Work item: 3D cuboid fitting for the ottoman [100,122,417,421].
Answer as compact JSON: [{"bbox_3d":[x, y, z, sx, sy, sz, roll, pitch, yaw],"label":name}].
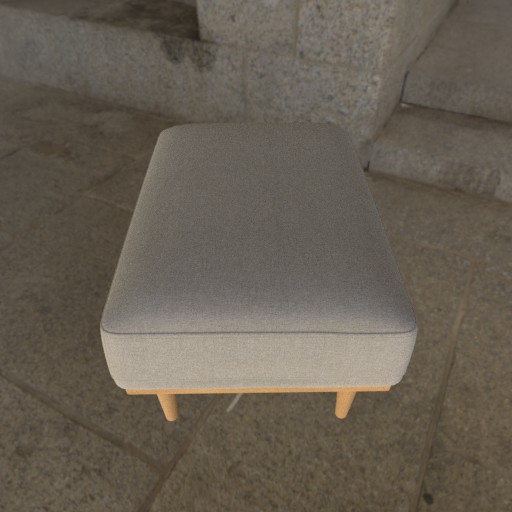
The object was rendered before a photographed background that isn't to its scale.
[{"bbox_3d":[0.000,0.000,1.092,0.549,0.428,0.749,-1,42,-1],"label":"ottoman"}]
